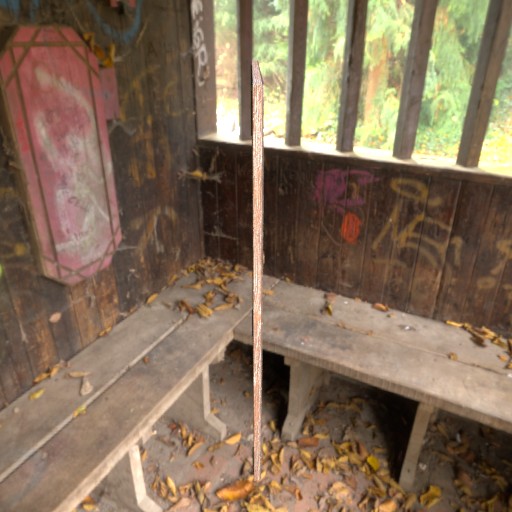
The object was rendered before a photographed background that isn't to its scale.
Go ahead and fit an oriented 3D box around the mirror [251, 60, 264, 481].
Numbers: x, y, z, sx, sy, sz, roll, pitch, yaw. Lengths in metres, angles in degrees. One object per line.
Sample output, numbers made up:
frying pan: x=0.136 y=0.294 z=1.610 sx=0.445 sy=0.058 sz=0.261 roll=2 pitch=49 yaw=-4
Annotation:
mirror: x=0.000 y=0.000 z=1.277 sx=0.025 sy=0.996 sz=0.705 roll=0 pitch=27 yaw=-1
